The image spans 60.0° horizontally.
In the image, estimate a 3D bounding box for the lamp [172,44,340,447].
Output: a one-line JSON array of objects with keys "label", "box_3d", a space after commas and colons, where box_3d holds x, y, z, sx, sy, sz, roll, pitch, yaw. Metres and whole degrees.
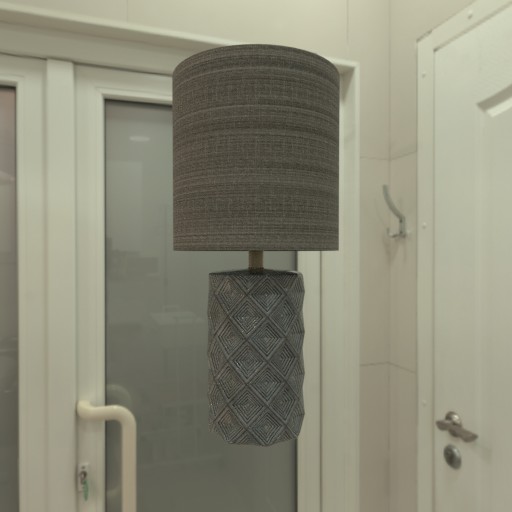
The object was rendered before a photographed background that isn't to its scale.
[{"label": "lamp", "box_3d": [0.000, 0.000, 0.726, 0.269, 0.566, 0.268, 0, 0, -19]}]
